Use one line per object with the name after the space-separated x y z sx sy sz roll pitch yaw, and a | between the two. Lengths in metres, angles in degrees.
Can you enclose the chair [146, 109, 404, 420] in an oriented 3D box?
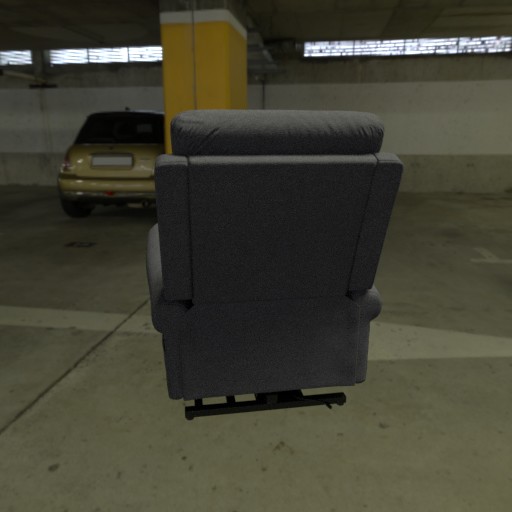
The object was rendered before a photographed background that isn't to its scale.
0.000 0.000 1.721 0.871 1.031 0.979 -2 15 -9 | chair
